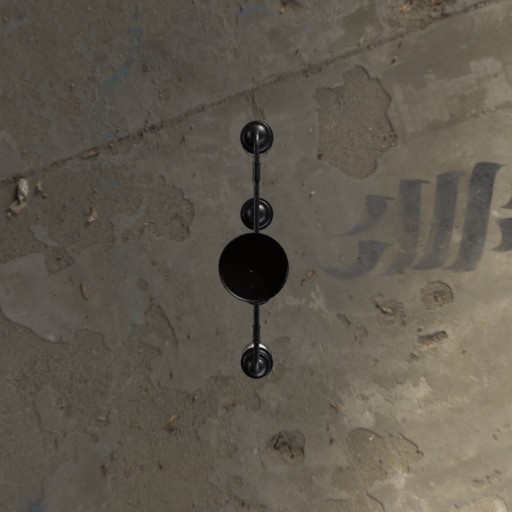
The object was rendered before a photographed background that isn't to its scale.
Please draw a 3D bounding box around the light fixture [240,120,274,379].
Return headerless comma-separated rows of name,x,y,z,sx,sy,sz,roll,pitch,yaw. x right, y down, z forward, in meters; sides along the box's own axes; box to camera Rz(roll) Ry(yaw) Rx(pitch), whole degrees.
light fixture,0.000,0.000,1.213,0.131,0.785,0.852,0,93,1
